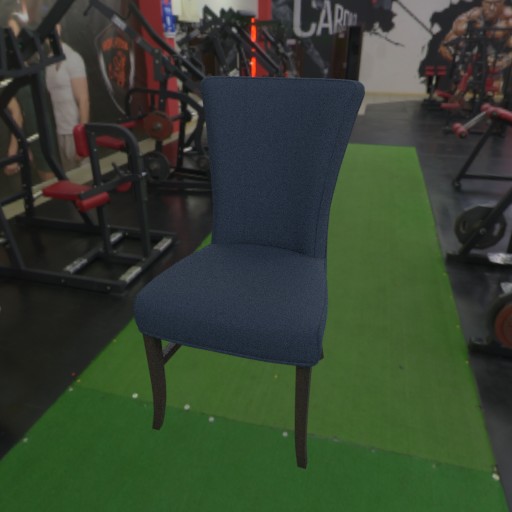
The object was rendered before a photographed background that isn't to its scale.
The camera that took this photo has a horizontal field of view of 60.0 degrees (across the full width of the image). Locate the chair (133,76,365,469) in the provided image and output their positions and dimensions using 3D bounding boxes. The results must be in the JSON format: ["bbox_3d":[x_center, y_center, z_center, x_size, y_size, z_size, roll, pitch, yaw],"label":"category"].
[{"bbox_3d":[0.000,0.000,1.370,0.520,0.991,0.660,8,27,15],"label":"chair"}]
